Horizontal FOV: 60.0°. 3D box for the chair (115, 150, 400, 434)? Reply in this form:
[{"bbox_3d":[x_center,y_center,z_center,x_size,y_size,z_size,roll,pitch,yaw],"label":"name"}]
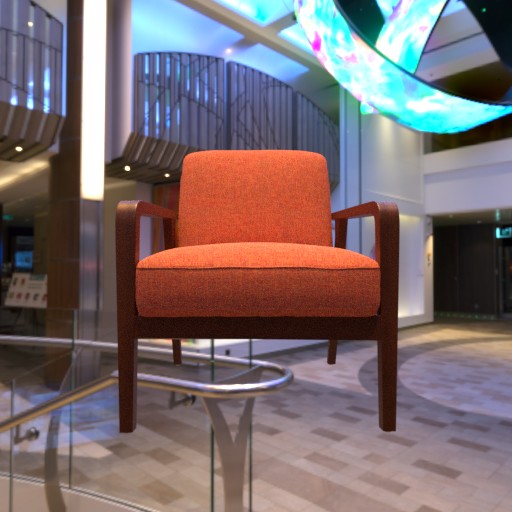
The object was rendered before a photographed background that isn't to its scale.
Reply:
[{"bbox_3d":[0.000,0.000,1.503,0.719,0.890,0.860,0,-2,-1],"label":"chair"}]
